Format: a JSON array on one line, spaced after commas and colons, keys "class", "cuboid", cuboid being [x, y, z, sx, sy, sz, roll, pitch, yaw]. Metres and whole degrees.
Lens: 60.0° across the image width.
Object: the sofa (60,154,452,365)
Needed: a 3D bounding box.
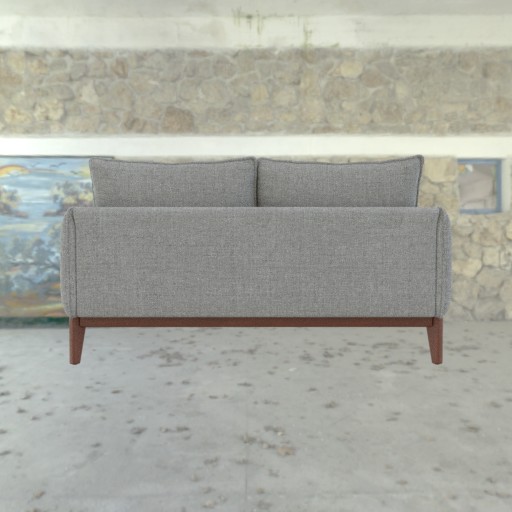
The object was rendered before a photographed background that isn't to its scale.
[{"class": "sofa", "cuboid": [0.000, 0.000, 2.197, 1.580, 0.851, 0.972, 0, 1, 0]}]
